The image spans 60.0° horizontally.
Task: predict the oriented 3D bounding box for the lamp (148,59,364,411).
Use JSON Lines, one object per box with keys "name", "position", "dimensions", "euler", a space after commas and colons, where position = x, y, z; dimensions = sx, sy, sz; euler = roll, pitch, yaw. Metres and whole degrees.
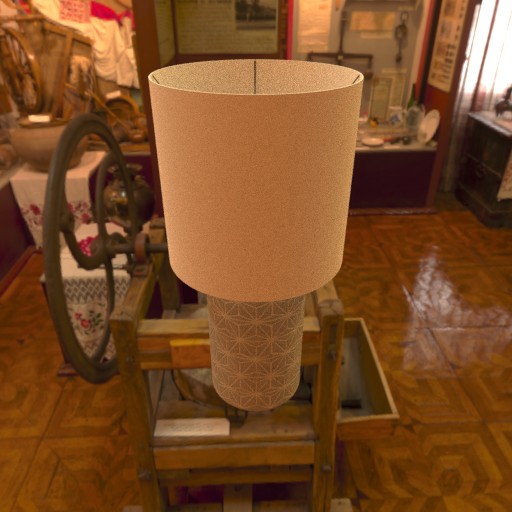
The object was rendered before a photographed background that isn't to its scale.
{"name": "lamp", "position": [0.000, 0.000, 0.540], "dimensions": [0.206, 0.416, 0.206], "euler": [0, 31, 0]}
